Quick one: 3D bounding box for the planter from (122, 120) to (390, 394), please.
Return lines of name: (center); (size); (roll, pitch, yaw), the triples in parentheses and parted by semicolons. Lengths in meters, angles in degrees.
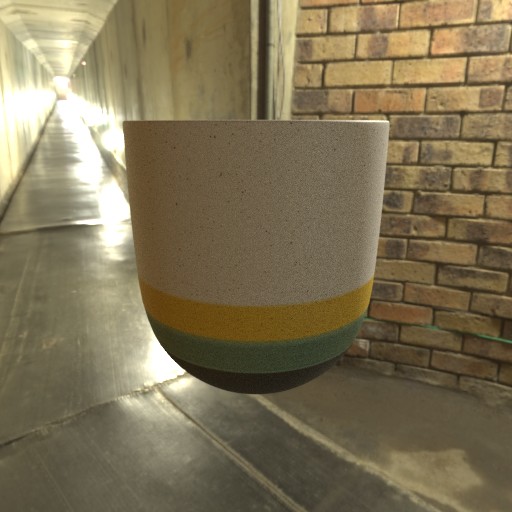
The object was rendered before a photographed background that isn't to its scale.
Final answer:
planter: (0.000, 0.000, 0.366); (0.195, 0.214, 0.195); (0, 17, 0)
